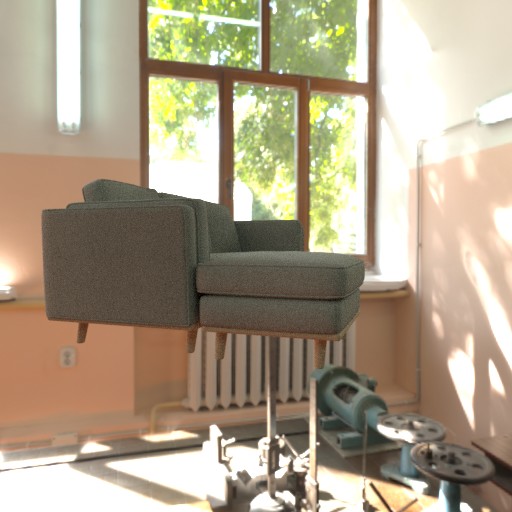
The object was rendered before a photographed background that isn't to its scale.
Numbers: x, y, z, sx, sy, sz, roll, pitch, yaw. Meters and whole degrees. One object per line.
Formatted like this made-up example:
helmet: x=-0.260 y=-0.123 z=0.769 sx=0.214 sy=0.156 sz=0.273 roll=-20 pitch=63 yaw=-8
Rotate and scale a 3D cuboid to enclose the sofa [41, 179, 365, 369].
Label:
sofa: x=0.000 y=0.000 z=3.173 sx=1.604 sy=0.929 sz=2.411 roll=1 pitch=2 yaw=19
